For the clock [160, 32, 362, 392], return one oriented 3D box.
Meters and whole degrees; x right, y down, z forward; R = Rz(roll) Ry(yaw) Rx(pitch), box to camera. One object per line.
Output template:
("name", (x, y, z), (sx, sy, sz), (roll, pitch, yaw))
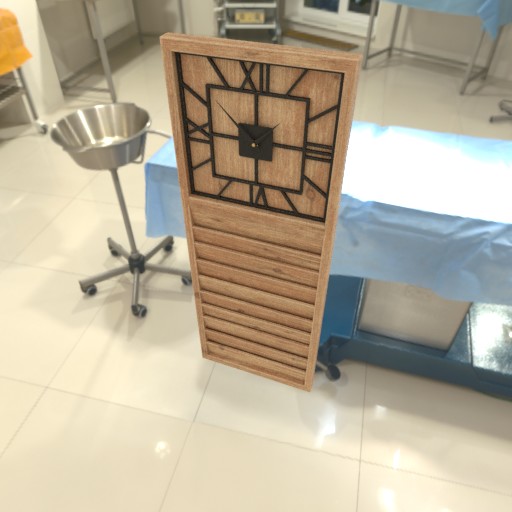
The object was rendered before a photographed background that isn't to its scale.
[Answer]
("clock", (0.000, 0.000, 1.079), (0.361, 0.965, 0.030), (14, 43, 15))
